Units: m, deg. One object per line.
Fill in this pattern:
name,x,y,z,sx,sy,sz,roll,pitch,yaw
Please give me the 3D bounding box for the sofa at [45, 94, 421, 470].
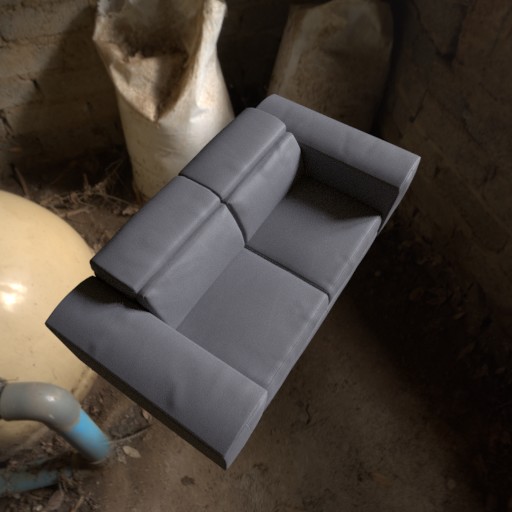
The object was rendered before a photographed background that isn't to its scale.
sofa,0.000,0.000,2.396,1.003,0.779,1.895,30,62,17
